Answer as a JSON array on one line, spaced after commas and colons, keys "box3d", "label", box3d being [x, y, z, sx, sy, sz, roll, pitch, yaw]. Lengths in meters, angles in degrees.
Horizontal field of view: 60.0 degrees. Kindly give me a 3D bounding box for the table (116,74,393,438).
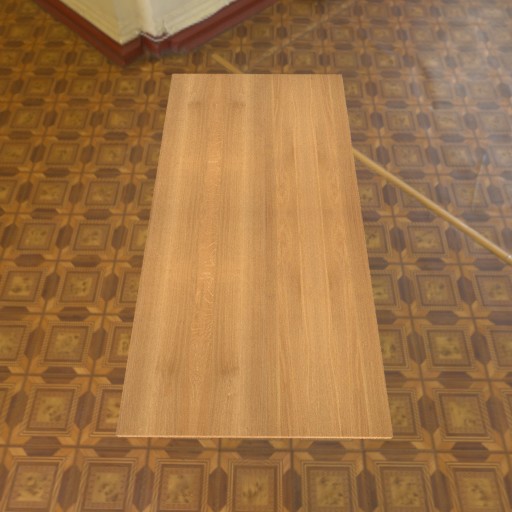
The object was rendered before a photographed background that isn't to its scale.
[{"box3d": [0.000, 0.000, 2.218, 0.900, 0.750, 1.800, 0, 59, 0], "label": "table"}]
